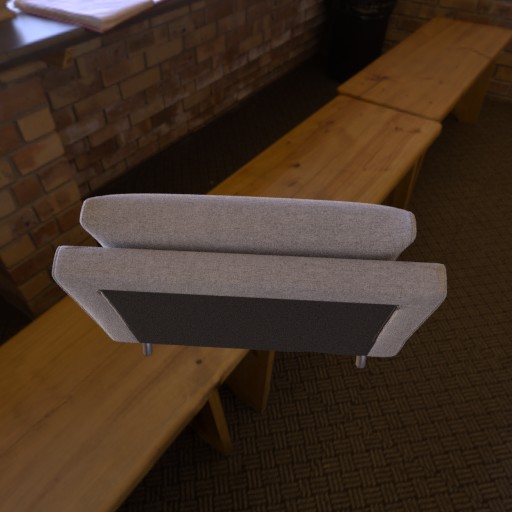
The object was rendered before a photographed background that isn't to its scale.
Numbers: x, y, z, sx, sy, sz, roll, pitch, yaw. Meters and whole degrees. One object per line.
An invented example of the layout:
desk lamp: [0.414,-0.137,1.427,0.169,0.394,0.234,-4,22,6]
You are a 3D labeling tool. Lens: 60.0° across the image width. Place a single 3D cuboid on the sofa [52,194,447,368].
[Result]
sofa: [0.000,0.000,1.887,1.220,0.910,0.910,3,45,3]
